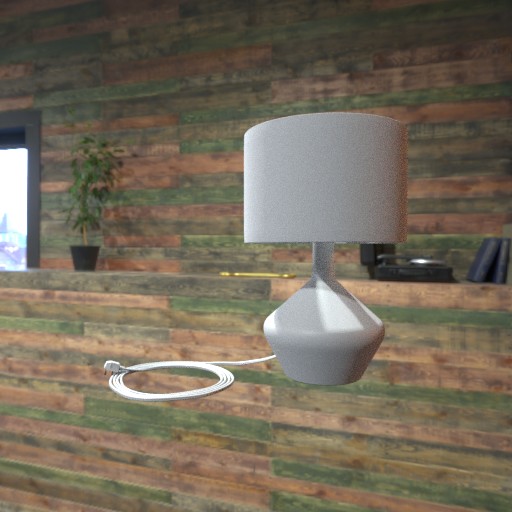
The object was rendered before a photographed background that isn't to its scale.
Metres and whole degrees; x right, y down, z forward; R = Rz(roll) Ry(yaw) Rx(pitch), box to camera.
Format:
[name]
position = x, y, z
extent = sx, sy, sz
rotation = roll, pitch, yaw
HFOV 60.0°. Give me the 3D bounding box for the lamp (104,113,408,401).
[lamp]
position = 0.000, 0.000, 0.847
extent = 0.546, 0.457, 0.401
rotation = 0, 1, 19
